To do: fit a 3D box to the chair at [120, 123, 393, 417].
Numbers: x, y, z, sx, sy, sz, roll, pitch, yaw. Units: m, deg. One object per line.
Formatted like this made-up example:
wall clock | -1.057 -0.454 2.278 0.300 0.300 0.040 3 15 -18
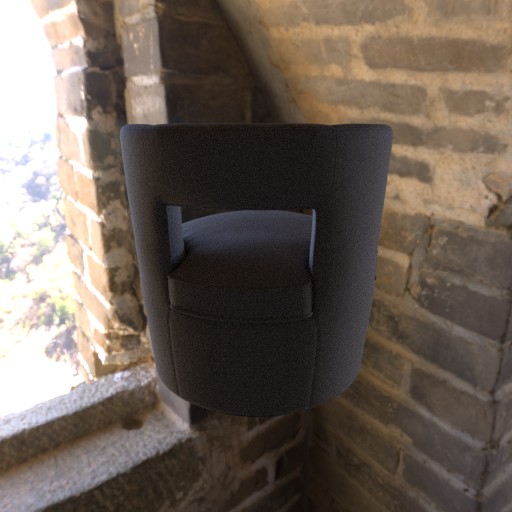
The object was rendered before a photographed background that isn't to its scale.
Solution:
chair | 0.000 0.000 1.265 0.689 0.719 0.660 2 16 8
